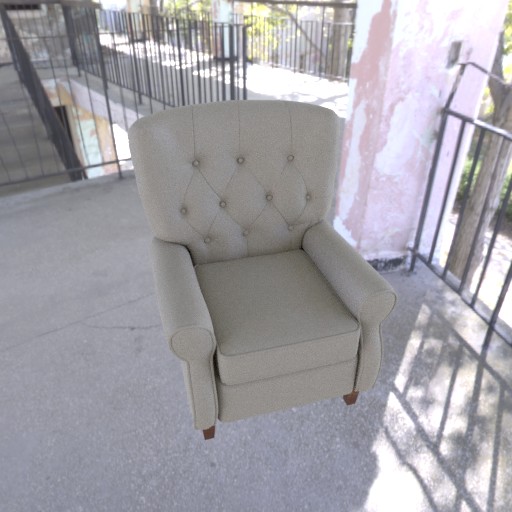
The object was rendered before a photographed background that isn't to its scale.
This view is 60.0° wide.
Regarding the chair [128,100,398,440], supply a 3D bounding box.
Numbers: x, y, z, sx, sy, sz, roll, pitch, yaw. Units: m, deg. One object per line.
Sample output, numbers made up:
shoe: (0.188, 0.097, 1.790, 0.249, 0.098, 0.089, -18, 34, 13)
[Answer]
chair: (0.000, 0.000, 1.958, 0.943, 1.158, 1.059, -8, 32, -13)
